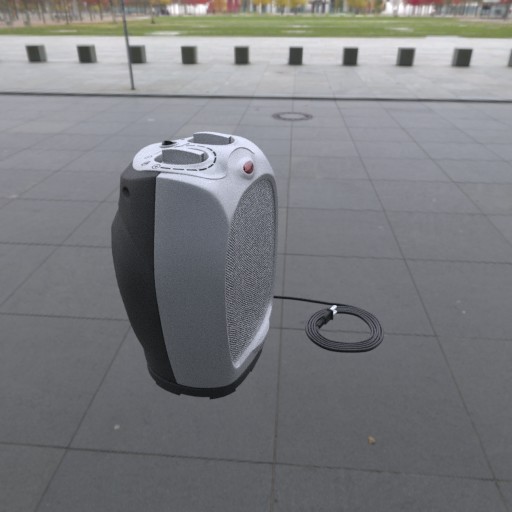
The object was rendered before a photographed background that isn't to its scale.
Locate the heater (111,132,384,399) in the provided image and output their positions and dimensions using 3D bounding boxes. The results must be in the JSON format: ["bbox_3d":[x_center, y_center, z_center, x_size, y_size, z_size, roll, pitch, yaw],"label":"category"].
[{"bbox_3d":[0.000,0.000,0.482,0.291,0.255,0.239,10,31,17],"label":"heater"}]
